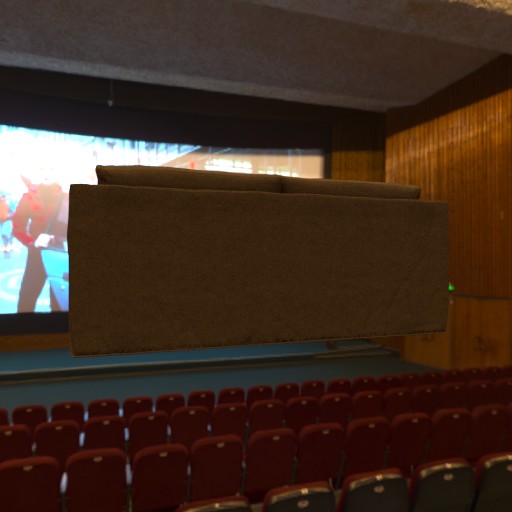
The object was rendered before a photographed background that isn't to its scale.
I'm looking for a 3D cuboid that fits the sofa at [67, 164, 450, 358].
[{"bbox_3d":[0.000,0.000,2.574,1.982,0.855,0.953,0,0,-18],"label":"sofa"}]
